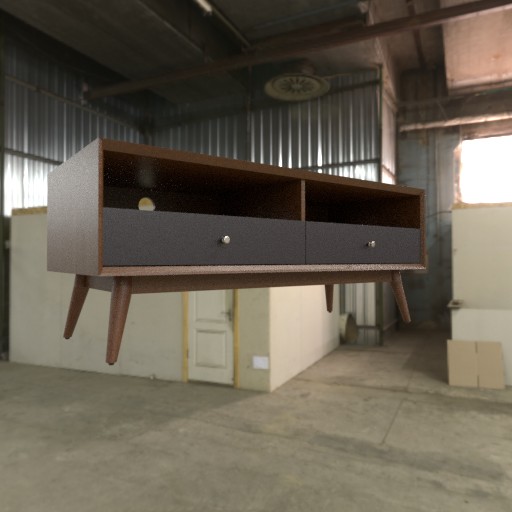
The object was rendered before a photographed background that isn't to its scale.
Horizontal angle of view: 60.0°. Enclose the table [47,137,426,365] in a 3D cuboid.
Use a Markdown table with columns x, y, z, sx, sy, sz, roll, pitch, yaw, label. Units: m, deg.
| x | y | z | sx | sy | sz | roll | pitch | yaw | label |
| --- | --- | --- | --- | --- | --- | --- | --- | --- | --- |
| 0.000 | 0.000 | 1.398 | 1.119 | 0.464 | 0.490 | 0 | 0 | -36 | table |
